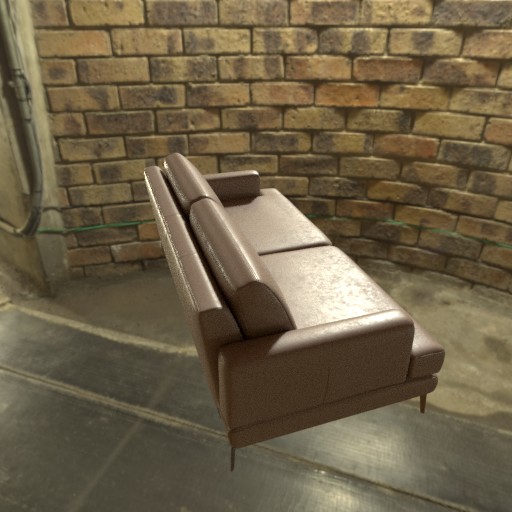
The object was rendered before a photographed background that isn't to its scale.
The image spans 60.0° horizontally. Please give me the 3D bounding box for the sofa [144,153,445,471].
[{"bbox_3d":[0.000,0.000,2.415,0.974,0.765,1.940,-9,30,-16],"label":"sofa"}]
